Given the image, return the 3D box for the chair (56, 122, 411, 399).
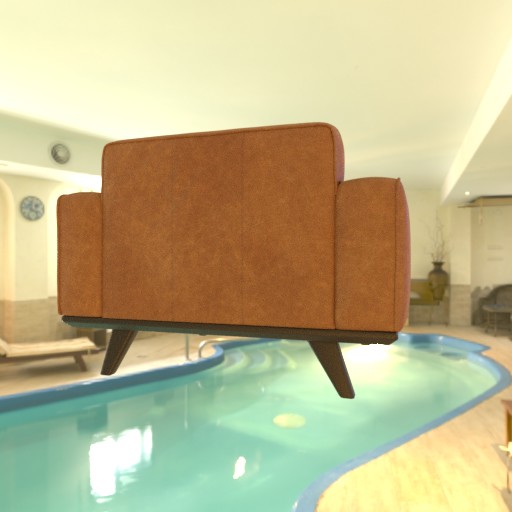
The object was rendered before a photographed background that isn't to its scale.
[{"bbox_3d":[0.000,0.000,1.715,1.118,0.782,0.952,0,0,18],"label":"chair"}]
